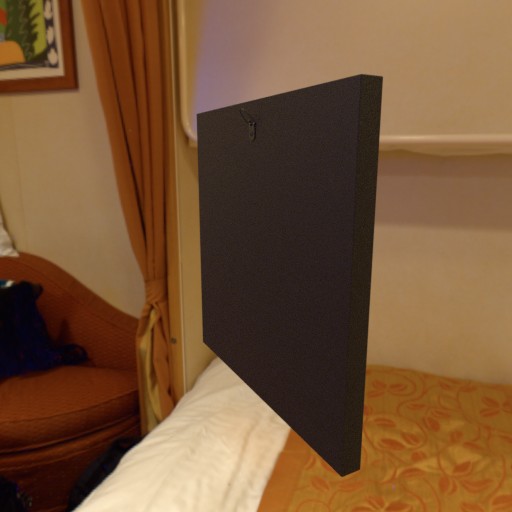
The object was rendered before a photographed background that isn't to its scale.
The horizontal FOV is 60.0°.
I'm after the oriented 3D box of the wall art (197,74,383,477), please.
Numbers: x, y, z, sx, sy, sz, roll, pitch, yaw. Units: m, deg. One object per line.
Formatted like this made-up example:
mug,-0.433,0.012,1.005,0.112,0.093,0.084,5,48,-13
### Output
wall art,0.000,0.000,0.522,0.038,0.349,0.349,-7,14,-27
